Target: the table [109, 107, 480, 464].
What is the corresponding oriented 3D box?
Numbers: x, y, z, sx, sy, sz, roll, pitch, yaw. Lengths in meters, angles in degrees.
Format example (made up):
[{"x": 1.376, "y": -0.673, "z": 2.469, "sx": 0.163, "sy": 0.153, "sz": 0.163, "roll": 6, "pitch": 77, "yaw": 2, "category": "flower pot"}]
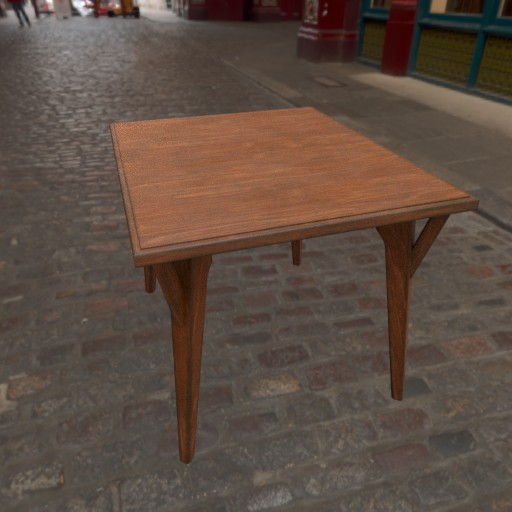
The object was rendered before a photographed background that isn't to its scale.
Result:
[{"x": 0.000, "y": 0.000, "z": 1.579, "sx": 0.838, "sy": 0.761, "sz": 0.991, "roll": -10, "pitch": 33, "yaw": -16, "category": "table"}]
